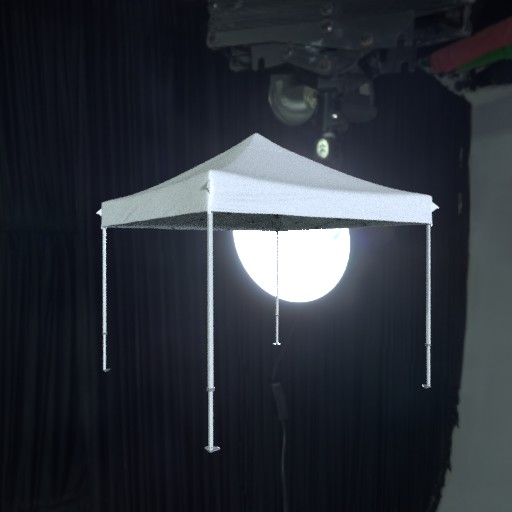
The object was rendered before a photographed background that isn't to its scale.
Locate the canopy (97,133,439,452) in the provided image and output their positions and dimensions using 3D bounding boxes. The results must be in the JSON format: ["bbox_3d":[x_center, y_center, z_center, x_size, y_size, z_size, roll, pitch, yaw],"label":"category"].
[{"bbox_3d":[0.000,0.000,5.432,2.994,2.998,2.996,-1,1,-35],"label":"canopy"}]
